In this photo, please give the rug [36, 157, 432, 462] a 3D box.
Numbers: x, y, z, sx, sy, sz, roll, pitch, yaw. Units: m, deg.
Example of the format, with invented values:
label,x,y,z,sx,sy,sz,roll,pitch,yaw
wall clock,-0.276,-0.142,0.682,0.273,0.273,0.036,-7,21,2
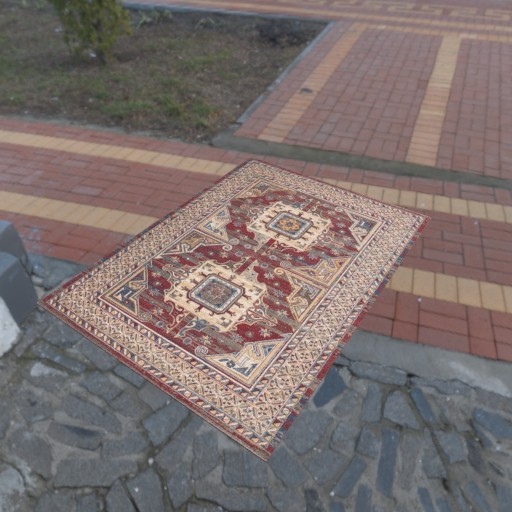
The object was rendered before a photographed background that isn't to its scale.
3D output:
label,x,y,z,sx,sy,sz,roll,pitch,yaw
rug,0.000,0.000,4.293,2.381,0.013,3.197,24,46,26
